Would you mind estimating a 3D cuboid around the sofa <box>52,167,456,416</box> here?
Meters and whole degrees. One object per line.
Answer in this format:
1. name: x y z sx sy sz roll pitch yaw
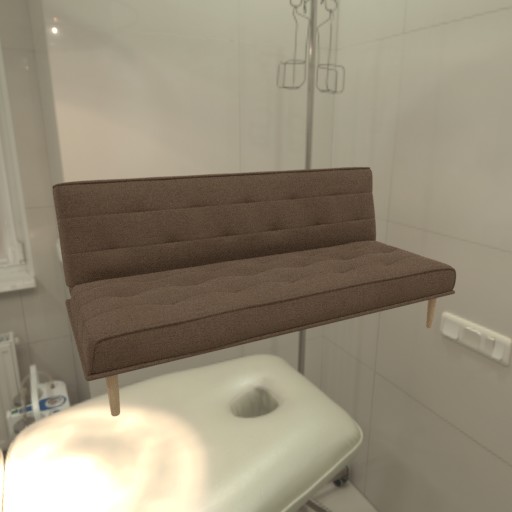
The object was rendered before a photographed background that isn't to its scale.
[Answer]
1. sofa: 0.000 0.000 2.283 1.820 0.810 1.038 -8 18 -26
